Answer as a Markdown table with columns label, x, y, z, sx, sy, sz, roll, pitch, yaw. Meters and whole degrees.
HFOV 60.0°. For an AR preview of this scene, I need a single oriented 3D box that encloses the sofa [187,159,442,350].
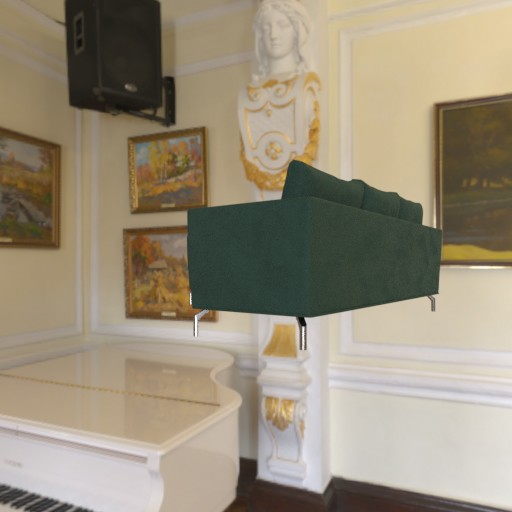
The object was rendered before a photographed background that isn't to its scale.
| label | x | y | z | sx | sy | sz | roll | pitch | yaw |
| --- | --- | --- | --- | --- | --- | --- | --- | --- | --- |
| sofa | 0.000 | 0.000 | 3.818 | 2.468 | 1.004 | 2.452 | -1 | -2 | 37 |
